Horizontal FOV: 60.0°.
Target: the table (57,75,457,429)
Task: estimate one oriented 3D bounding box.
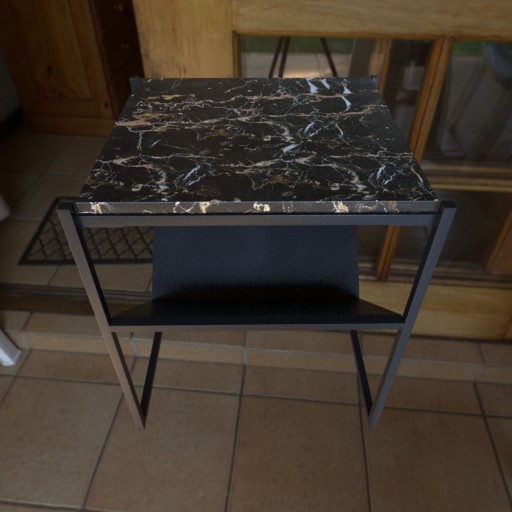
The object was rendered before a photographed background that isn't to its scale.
[{"bbox_3d":[0.000,0.000,0.855,0.469,0.534,0.432,0,42,0],"label":"table"}]
